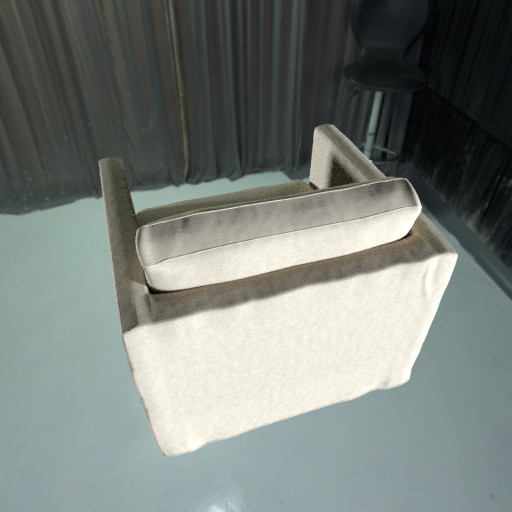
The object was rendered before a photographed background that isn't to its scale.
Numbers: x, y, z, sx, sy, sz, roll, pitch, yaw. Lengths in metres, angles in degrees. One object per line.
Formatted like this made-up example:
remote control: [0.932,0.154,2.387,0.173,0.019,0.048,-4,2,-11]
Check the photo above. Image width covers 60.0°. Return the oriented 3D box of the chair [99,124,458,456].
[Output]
chair: [0.000,0.000,1.732,1.057,0.867,0.949,-12,43,-13]
